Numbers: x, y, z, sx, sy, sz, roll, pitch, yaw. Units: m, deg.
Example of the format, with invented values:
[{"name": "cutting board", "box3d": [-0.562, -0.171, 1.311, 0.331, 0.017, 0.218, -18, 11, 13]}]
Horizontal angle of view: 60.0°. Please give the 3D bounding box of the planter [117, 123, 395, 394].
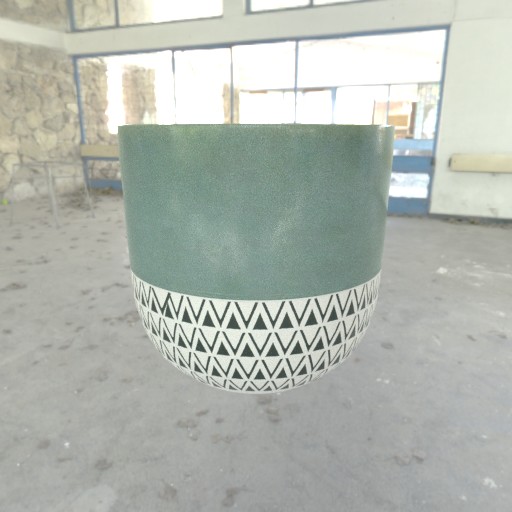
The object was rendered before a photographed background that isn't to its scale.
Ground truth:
[{"name": "planter", "box3d": [0.000, 0.000, 0.478, 0.266, 0.270, 0.266, 0, 16, 0]}]
